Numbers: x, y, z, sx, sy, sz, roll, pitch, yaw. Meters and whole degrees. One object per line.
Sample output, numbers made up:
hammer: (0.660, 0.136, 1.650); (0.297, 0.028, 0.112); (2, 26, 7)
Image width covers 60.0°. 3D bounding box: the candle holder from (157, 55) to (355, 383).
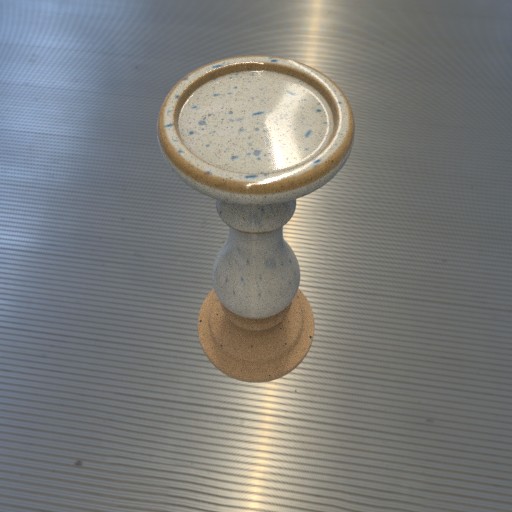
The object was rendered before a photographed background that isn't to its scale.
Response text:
candle holder: (0.000, 0.000, 0.253); (0.088, 0.203, 0.088); (0, 58, 0)
